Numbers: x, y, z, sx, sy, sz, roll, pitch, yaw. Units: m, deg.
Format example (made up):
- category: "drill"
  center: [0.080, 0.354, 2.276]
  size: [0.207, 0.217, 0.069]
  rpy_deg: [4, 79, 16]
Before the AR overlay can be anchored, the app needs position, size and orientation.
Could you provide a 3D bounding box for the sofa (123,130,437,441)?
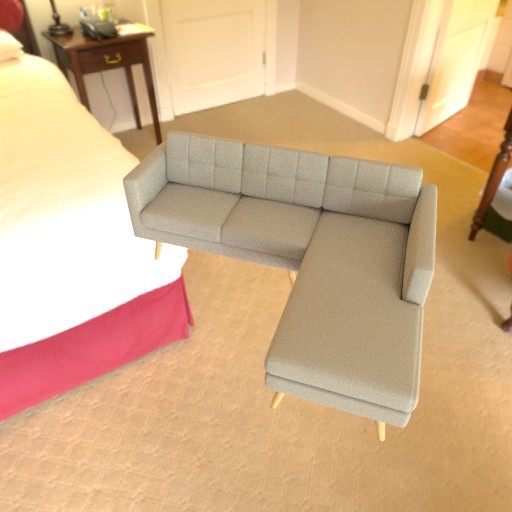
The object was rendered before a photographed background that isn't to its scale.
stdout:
- category: "sofa"
  center: [0.000, 0.000, 2.782]
  size: [2.040, 0.860, 1.530]
  rpy_deg: [12, 42, 14]
